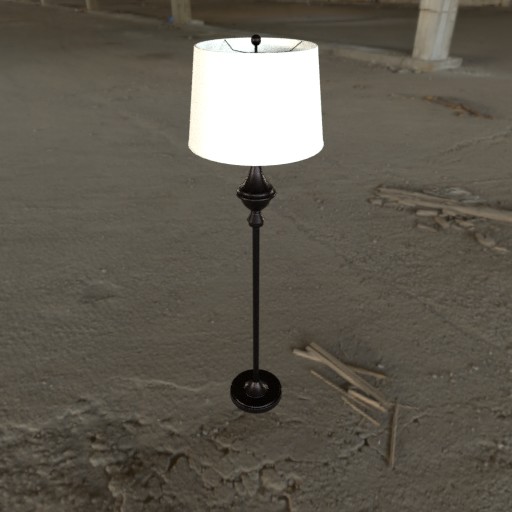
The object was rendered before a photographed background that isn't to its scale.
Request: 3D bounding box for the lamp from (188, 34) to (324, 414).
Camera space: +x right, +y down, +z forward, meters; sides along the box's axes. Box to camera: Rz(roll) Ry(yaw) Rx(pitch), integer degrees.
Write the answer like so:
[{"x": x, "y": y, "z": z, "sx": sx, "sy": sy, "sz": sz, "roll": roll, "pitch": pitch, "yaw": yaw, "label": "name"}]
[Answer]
[{"x": 0.000, "y": 0.000, "z": 1.651, "sx": 0.431, "sy": 1.484, "sz": 0.431, "roll": 0, "pitch": 32, "yaw": 0, "label": "lamp"}]
